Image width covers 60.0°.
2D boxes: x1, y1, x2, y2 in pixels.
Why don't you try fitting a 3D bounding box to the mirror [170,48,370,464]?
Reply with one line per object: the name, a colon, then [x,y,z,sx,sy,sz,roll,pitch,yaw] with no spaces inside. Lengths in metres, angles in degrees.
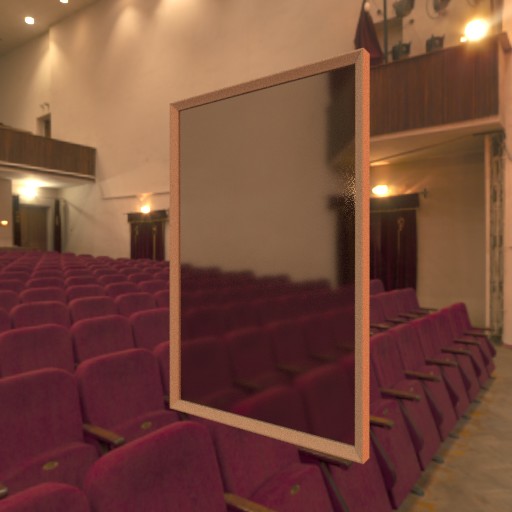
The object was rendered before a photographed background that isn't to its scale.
mirror: [0.000,0.000,1.167,0.609,0.915,0.041,0,0,36]
